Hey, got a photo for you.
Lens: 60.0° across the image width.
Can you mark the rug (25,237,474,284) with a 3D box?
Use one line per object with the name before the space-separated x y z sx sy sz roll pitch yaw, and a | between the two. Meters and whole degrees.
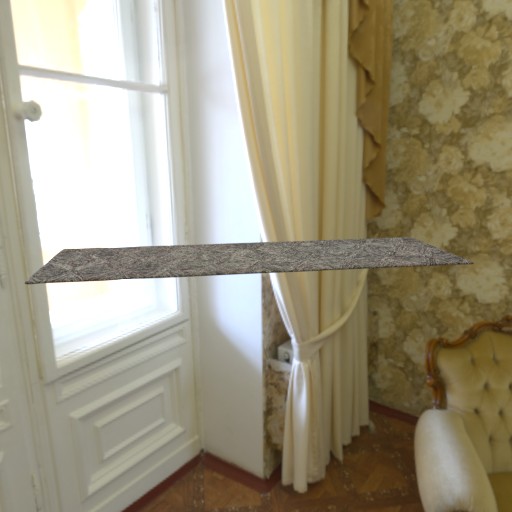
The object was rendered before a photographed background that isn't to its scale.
rug | 0.000 0.000 2.577 2.305 0.013 0.719 -2 14 -9
